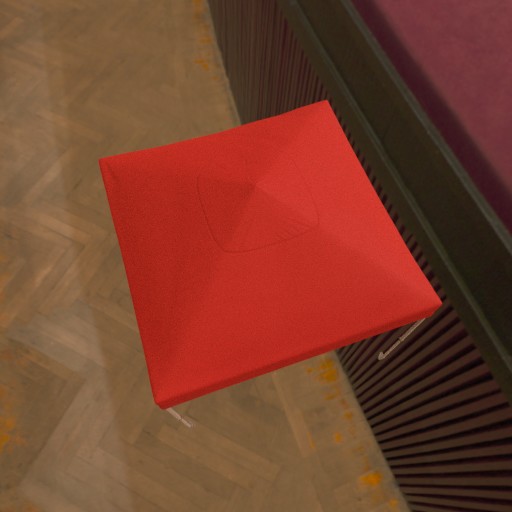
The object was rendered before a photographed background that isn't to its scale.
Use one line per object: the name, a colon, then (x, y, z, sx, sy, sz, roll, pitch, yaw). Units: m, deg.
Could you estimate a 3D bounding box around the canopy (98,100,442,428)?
canopy: (0.000, 0.000, 5.553, 2.996, 2.997, 2.998, -17, 65, -8)
